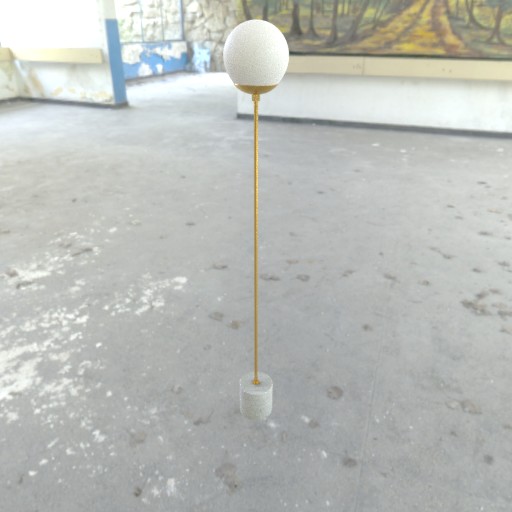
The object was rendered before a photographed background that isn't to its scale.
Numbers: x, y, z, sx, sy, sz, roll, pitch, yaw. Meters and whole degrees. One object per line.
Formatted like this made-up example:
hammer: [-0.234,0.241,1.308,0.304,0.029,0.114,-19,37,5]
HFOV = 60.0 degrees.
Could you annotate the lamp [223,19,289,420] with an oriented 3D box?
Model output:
lamp: [0.000,0.000,1.862,0.224,1.753,0.224,9,29,18]
